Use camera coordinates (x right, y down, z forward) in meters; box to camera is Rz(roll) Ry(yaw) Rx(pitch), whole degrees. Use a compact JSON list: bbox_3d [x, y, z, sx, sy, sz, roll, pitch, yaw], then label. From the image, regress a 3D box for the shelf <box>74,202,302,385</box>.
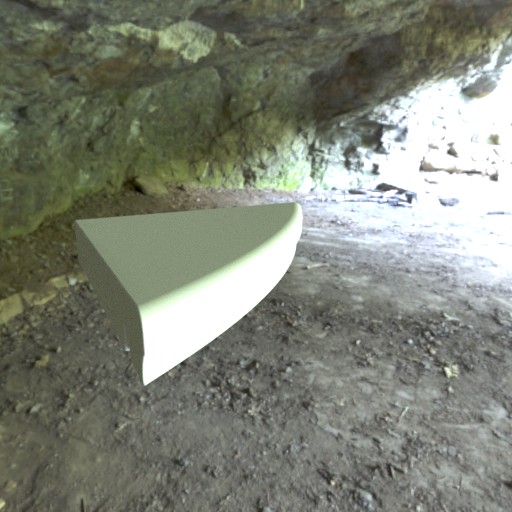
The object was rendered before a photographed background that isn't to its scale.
[{"bbox_3d":[0.000,0.000,0.455,0.310,0.050,0.310,-8,18,-27],"label":"shelf"}]
